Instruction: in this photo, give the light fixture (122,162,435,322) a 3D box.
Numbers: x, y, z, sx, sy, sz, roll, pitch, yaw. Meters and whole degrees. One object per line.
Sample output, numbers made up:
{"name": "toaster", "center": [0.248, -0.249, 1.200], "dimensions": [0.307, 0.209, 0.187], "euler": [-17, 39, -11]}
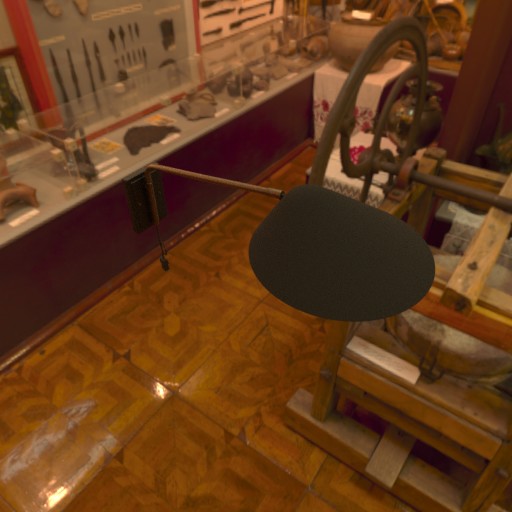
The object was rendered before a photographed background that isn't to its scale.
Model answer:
{"name": "light fixture", "center": [0.000, 0.000, 0.698], "dimensions": [0.516, 0.312, 0.240], "euler": [27, 48, 27]}
